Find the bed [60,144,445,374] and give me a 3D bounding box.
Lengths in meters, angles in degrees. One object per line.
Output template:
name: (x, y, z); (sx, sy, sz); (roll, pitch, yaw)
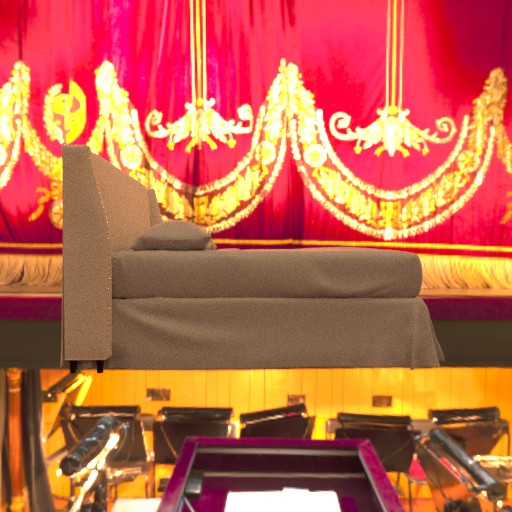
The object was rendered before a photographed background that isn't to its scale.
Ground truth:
bed: (0.000, 0.000, 3.478); (2.276, 1.332, 1.925); (0, 1, -1)
